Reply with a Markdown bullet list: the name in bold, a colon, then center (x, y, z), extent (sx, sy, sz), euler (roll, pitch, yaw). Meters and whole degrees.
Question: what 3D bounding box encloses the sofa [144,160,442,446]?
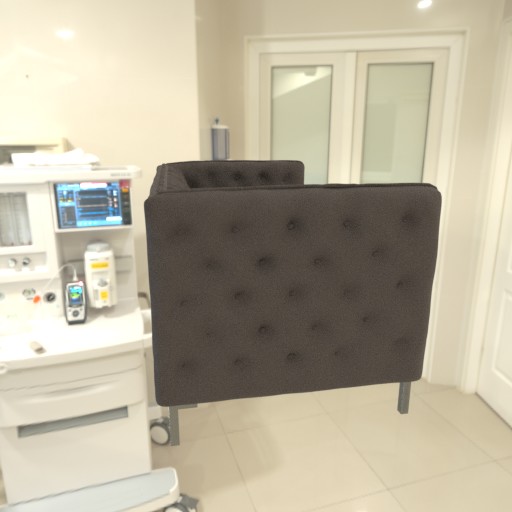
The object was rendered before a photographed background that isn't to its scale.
- **sofa**: center (0.000, 0.000, 2.069), extent (0.909, 0.810, 1.583), euler (-3, 15, -10)
